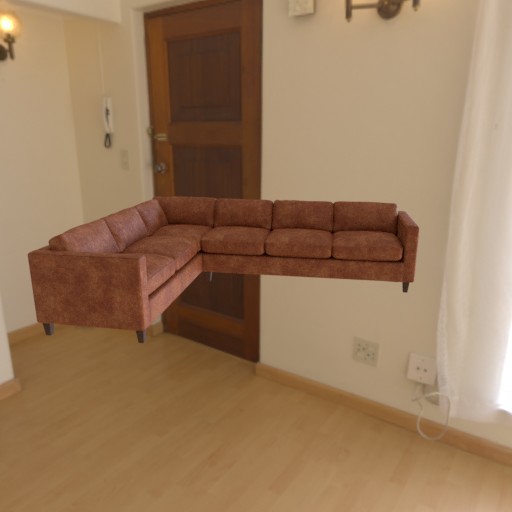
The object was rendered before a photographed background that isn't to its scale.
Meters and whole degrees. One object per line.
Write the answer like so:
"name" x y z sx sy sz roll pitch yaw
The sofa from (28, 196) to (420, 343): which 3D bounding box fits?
"sofa" 0.000 0.000 4.360 3.150 0.838 2.438 3 16 9
